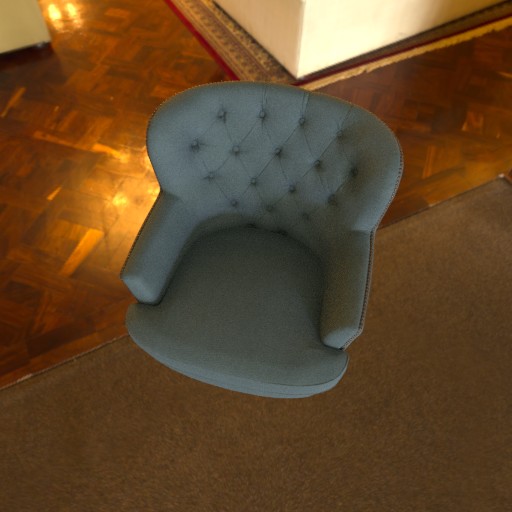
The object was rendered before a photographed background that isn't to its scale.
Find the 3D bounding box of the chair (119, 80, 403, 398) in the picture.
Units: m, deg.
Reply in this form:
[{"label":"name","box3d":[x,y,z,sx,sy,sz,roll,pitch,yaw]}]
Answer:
[{"label":"chair","box3d":[0.000,0.000,1.642,0.848,0.868,0.906,12,57,8]}]
